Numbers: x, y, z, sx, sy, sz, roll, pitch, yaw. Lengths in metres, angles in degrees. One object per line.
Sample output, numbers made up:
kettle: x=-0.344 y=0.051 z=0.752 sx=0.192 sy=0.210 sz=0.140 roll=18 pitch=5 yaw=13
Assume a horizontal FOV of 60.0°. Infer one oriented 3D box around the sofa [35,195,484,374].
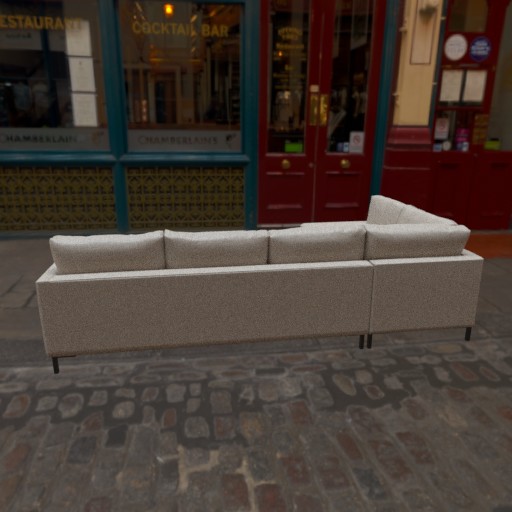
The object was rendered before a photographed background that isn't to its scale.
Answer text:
sofa: x=0.000 y=0.000 z=3.110 sx=2.423 sy=0.703 sz=1.617 roll=-2 pitch=16 yaw=-8
